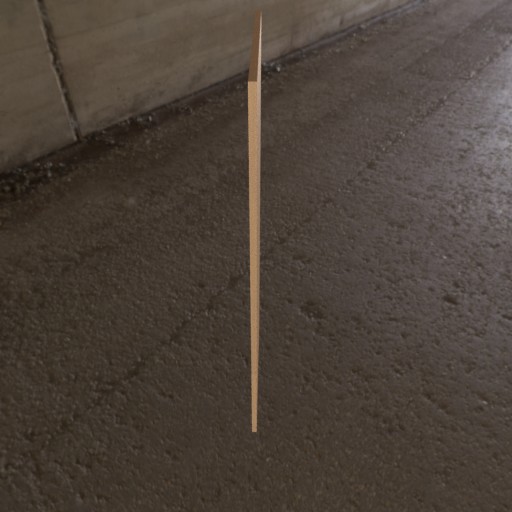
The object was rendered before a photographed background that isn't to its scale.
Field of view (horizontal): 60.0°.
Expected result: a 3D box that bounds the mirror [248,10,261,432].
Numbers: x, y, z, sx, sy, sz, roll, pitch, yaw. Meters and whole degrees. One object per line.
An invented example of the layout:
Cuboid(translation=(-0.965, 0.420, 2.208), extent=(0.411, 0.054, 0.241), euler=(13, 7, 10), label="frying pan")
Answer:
Cuboid(translation=(0.000, 0.000, 2.226), extent=(0.026, 2.031, 0.812), euler=(1, 42, 1), label="mirror")
